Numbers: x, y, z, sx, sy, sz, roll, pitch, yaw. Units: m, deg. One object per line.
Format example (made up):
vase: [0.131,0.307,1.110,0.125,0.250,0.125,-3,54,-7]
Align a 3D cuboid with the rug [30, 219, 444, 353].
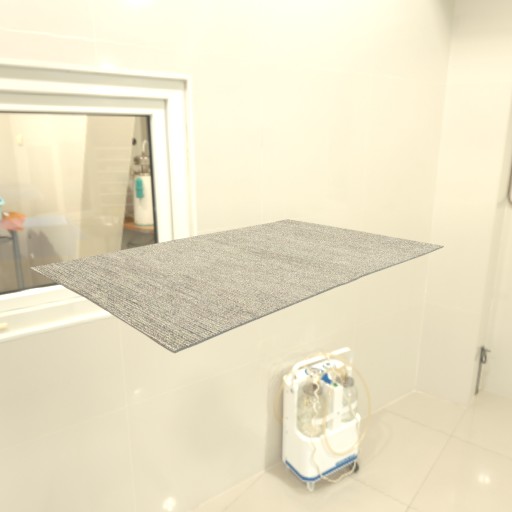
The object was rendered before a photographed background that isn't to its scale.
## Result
rug: [0.000,0.000,2.260,1.804,0.022,1.162,-14,21,-42]
